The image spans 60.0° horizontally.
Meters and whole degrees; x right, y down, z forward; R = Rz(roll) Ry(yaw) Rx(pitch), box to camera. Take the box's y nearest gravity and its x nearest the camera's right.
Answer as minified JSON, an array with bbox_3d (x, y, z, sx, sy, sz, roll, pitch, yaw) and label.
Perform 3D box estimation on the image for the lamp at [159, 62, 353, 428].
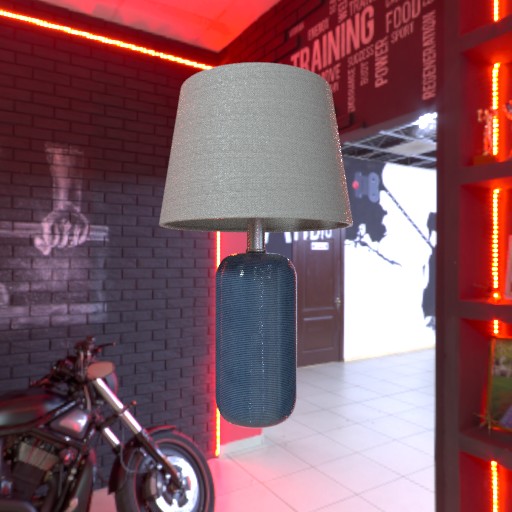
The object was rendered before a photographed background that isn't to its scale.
[{"bbox_3d":[0.000,0.000,0.590,0.253,0.428,0.253,0,-1,0],"label":"lamp"}]
